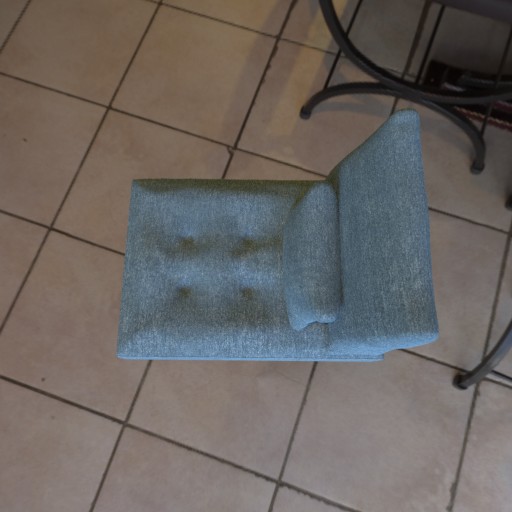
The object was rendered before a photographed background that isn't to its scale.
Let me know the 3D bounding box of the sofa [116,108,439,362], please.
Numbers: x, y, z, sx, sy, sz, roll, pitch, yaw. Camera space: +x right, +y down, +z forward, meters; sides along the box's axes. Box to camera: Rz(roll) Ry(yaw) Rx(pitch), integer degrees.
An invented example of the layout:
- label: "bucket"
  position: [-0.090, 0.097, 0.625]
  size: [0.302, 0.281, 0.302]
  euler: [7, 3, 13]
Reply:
- label: "sofa"
  position: [0.000, 0.000, 1.564]
  size: [1.000, 0.820, 0.700]
  euler: [1, 75, 0]
